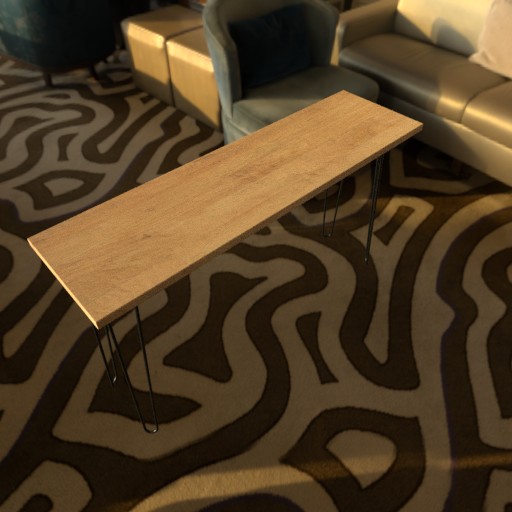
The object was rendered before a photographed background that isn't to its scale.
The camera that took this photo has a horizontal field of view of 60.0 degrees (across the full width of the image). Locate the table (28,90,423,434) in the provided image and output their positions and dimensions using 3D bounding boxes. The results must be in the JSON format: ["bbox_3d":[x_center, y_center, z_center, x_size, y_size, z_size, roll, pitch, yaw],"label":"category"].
[{"bbox_3d":[0.000,0.000,1.772,1.400,0.799,0.399,-33,54,-28],"label":"table"}]
